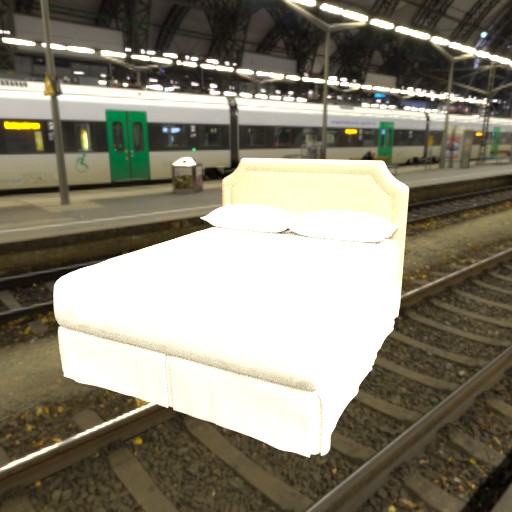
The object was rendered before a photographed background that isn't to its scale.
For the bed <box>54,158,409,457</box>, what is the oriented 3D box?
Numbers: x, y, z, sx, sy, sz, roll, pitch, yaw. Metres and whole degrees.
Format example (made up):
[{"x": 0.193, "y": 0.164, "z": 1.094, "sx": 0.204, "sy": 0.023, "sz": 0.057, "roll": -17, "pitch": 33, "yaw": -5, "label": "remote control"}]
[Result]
[{"x": 0.000, "y": 0.000, "z": 3.778, "sx": 2.134, "sy": 1.524, "sz": 2.548, "roll": 7, "pitch": 16, "yaw": 26, "label": "bed"}]
